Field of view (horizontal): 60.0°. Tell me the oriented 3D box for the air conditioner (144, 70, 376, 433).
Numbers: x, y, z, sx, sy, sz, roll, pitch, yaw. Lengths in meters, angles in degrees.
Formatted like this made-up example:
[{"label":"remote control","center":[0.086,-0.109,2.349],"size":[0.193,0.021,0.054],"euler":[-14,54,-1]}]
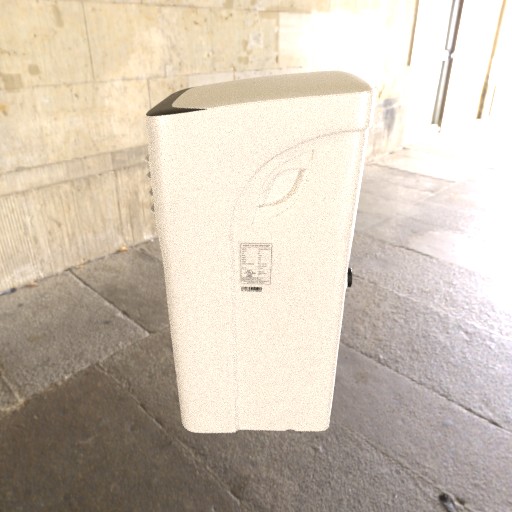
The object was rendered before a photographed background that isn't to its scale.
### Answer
[{"label":"air conditioner","center":[0.000,0.000,0.935],"size":[0.369,0.716,0.352],"euler":[0,27,0]}]
